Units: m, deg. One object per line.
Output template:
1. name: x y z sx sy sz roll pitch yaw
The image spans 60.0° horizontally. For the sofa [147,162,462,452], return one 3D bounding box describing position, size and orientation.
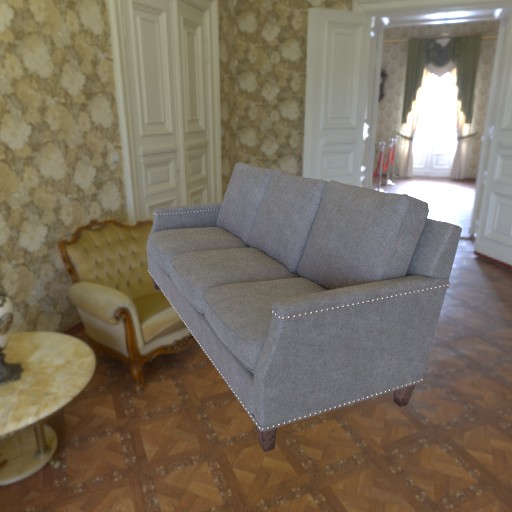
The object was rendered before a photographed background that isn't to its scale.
1. sofa: 0.000 0.000 2.838 1.034 1.042 2.226 -8 19 -24
